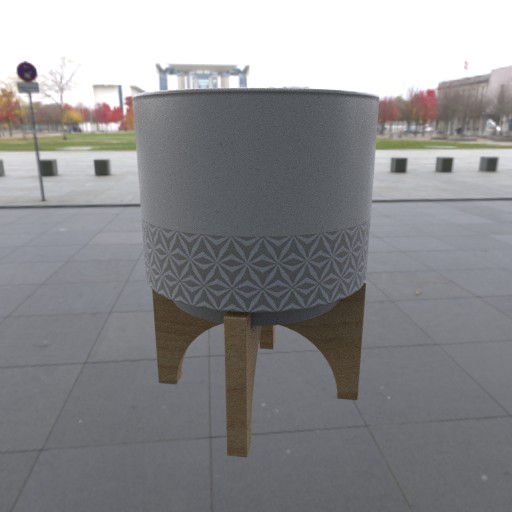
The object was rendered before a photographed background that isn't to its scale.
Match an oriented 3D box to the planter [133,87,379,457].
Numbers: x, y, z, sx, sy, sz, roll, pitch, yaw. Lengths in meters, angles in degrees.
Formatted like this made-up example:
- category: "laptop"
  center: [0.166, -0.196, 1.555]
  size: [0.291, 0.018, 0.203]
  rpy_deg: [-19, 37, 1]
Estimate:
- category: "planter"
  center: [0.000, 0.000, 0.385]
  size: [0.188, 0.260, 0.188]
  rpy_deg: [0, 16, 0]
